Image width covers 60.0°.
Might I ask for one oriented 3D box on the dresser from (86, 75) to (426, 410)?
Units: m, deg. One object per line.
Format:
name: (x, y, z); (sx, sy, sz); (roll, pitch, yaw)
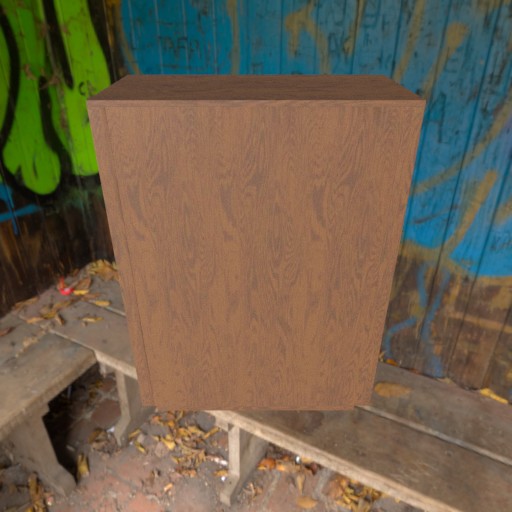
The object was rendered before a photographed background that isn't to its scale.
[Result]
dresser: (0.000, 0.000, 1.808); (0.964, 1.320, 0.516); (0, 30, 0)
